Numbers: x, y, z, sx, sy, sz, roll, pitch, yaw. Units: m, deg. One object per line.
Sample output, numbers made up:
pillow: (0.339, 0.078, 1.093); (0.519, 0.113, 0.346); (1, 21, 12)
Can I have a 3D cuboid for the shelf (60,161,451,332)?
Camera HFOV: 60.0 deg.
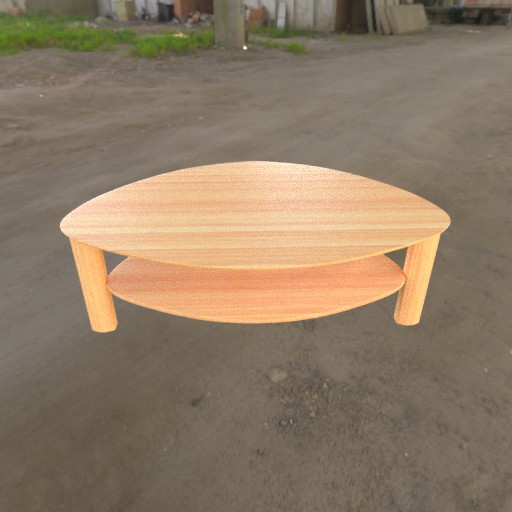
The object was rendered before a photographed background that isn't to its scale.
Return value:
shelf: (0.000, 0.000, 1.648); (1.246, 0.440, 0.845); (-1, 31, -2)
